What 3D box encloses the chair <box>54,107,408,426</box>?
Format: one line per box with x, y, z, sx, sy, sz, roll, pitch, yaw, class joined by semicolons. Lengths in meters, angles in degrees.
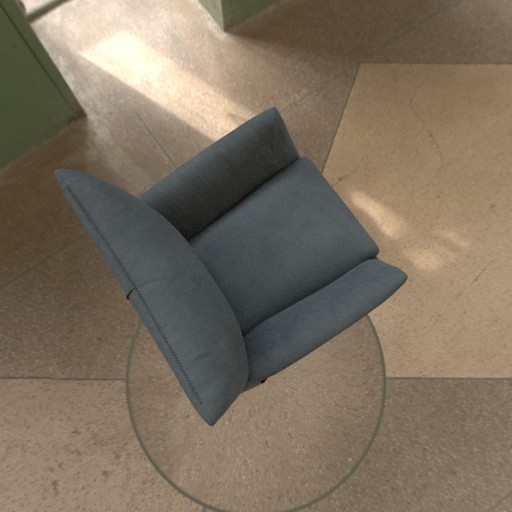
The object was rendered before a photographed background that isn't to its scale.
0.000;0.000;1.402;0.709;0.858;0.678;-33;78;-8;chair
